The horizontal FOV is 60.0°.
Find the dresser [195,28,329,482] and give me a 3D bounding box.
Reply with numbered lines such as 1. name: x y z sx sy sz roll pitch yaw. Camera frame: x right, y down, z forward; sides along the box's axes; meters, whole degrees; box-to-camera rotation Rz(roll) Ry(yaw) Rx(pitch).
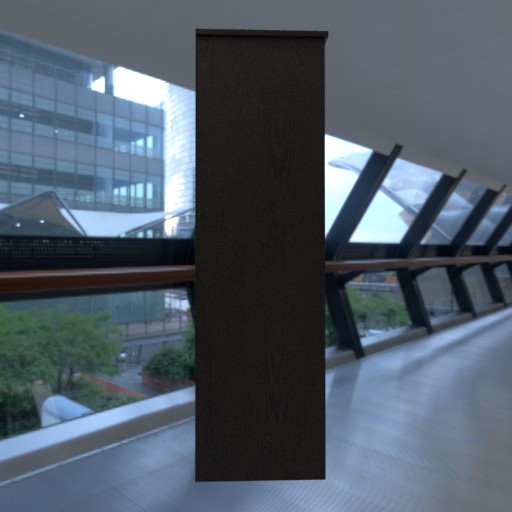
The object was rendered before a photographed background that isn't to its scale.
1. dresser: 0.000 0.000 1.578 0.418 1.254 0.704 0 -1 -2
